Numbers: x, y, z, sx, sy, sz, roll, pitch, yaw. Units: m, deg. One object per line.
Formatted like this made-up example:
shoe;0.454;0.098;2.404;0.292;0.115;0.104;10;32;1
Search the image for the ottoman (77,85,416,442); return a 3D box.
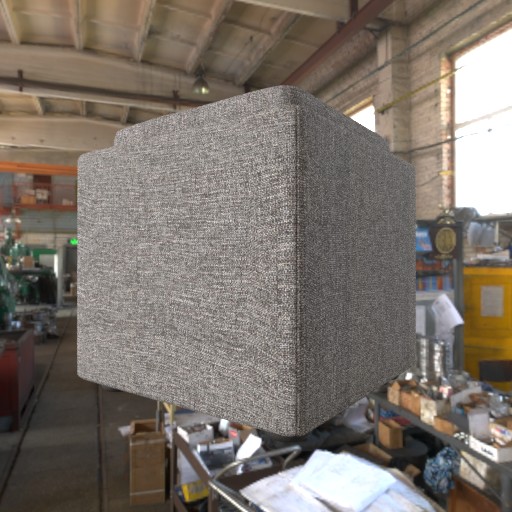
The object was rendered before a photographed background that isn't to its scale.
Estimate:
ottoman;0.000;0.000;0.809;0.450;0.460;0.450;0;0;36
